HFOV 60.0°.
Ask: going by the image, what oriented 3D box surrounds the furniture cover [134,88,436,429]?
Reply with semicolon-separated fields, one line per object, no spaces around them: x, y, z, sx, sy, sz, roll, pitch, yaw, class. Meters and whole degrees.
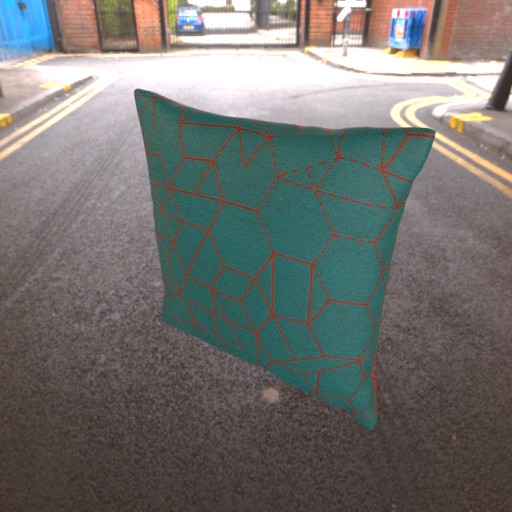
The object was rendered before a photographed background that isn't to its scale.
0.000;0.000;0.770;0.517;0.508;0.158;19;34;30;furniture cover
